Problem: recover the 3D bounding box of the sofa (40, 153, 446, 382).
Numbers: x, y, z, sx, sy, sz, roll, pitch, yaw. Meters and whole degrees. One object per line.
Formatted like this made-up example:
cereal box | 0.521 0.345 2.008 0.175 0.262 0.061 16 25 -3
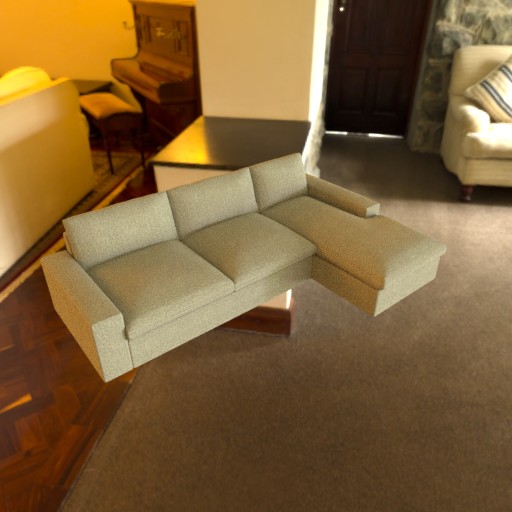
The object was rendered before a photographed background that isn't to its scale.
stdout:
sofa | 0.000 0.000 3.470 2.718 0.813 1.689 -23 38 -32
